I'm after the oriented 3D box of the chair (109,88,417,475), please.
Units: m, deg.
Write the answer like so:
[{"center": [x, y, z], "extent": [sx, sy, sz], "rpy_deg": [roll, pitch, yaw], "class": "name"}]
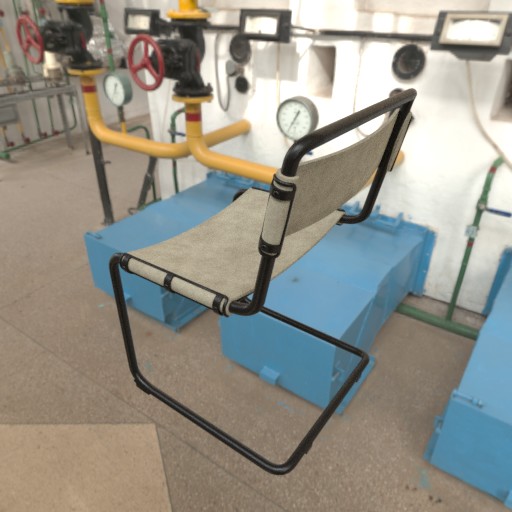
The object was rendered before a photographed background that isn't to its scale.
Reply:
[{"center": [0.000, 0.000, 1.044], "extent": [0.497, 0.747, 0.499], "rpy_deg": [21, 37, 30], "class": "chair"}]
